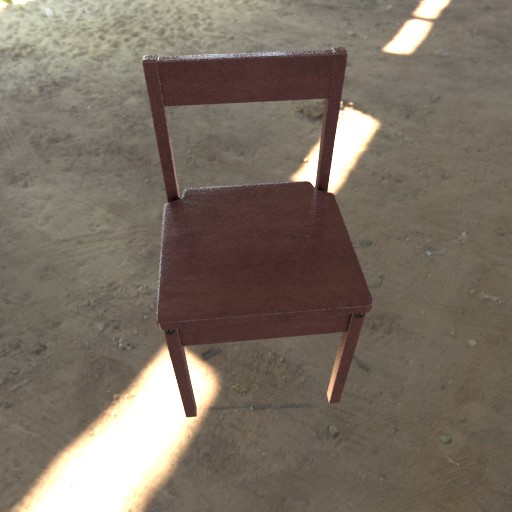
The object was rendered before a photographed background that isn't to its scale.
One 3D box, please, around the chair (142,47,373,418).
[{"bbox_3d":[0.000,0.000,0.893,0.367,0.668,0.361,-4,46,-4],"label":"chair"}]
